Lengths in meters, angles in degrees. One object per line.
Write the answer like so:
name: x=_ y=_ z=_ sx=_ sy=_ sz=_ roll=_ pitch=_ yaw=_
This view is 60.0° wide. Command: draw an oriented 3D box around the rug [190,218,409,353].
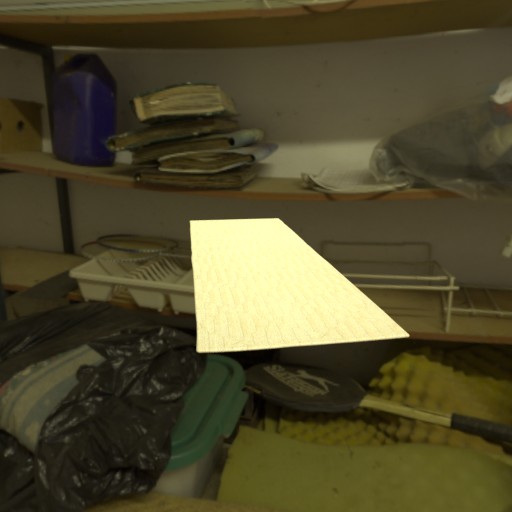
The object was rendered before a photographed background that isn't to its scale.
rug: x=0.000 y=0.000 z=2.741 sx=0.793 sy=0.014 sz=2.450 roll=-2 pitch=15 yaw=-8
